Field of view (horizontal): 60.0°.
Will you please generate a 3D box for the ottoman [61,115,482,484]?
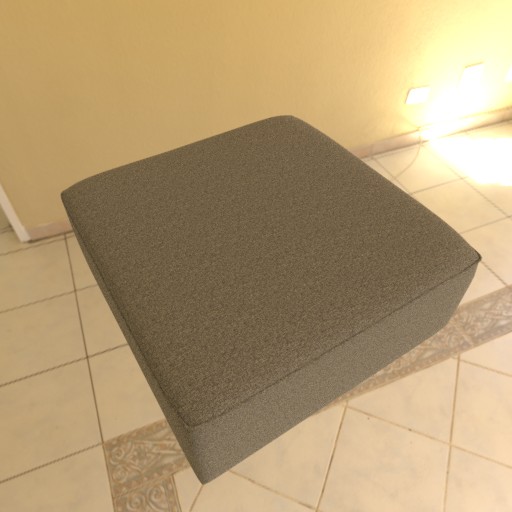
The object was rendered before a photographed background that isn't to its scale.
[{"bbox_3d":[0.000,0.000,1.550,1.005,0.464,1.015,-25,51,-22],"label":"ottoman"}]
